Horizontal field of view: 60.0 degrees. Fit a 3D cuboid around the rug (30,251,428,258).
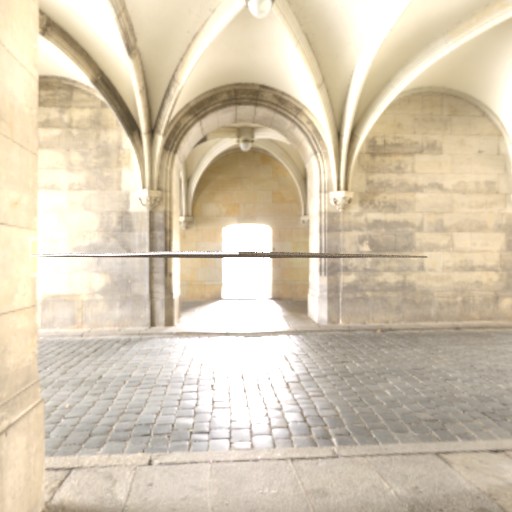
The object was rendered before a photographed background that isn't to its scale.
[{"bbox_3d":[0.000,0.000,4.043,2.158,0.024,3.063,0,-1,38],"label":"rug"}]
